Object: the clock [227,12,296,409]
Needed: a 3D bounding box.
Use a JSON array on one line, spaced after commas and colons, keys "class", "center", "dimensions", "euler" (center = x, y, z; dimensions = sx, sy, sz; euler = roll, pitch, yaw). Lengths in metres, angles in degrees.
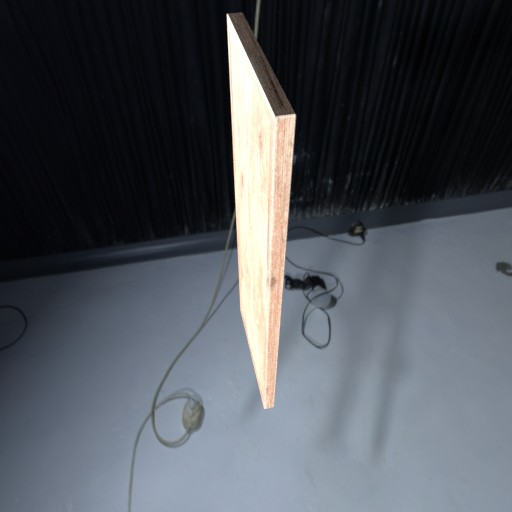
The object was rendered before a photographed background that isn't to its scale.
[{"class": "clock", "center": [0.000, 0.000, 1.068], "dimensions": [0.030, 0.965, 0.361], "euler": [-10, 49, -8]}]
